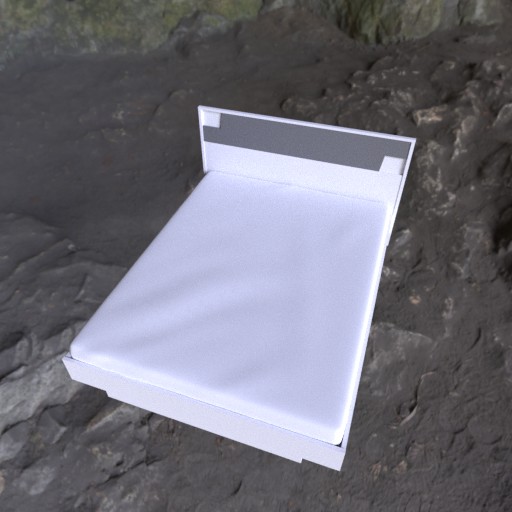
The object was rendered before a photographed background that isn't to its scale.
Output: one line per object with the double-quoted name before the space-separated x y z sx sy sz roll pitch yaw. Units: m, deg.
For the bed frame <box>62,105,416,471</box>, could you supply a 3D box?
"bed frame" 0.000 0.000 3.006 1.711 1.001 2.100 13 44 14
